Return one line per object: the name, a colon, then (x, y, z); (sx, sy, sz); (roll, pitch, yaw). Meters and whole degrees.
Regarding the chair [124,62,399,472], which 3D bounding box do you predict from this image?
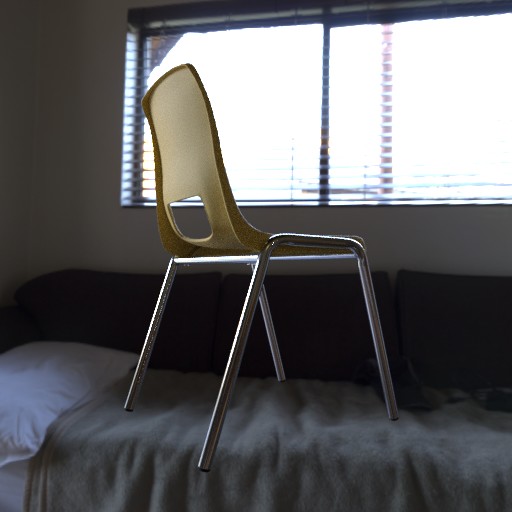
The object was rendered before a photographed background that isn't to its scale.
chair: (0.000, 0.000, 0.920); (0.436, 0.653, 0.381); (1, -2, -35)
